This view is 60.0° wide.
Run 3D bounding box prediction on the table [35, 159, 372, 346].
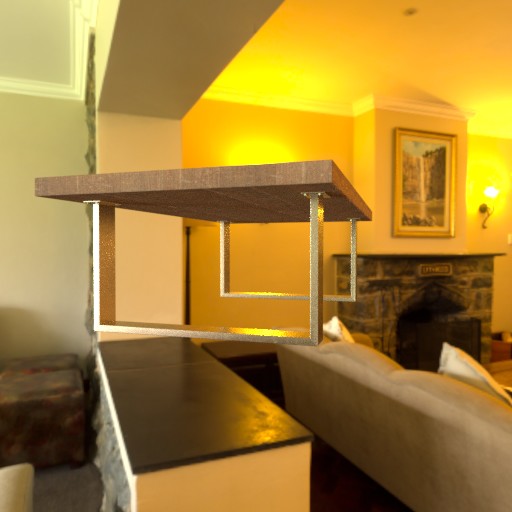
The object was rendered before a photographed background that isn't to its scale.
[{"bbox_3d":[0.000,0.000,1.739,0.800,0.440,1.400,0,1,18],"label":"table"}]
